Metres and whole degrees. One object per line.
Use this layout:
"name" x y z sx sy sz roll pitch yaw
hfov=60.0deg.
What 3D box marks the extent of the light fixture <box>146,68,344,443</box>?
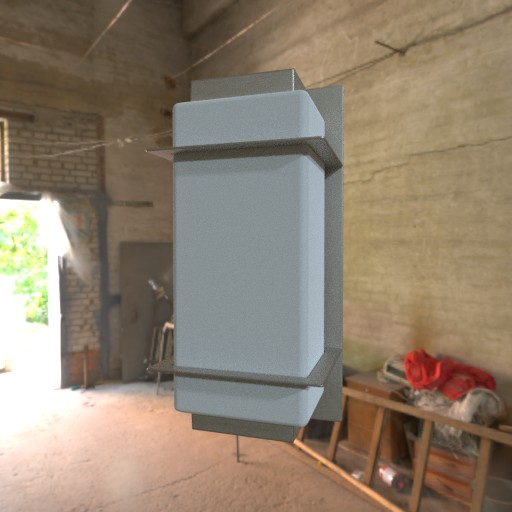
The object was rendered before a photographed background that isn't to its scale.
"light fixture" 0.000 0.000 0.469 0.168 0.380 0.160 0 1 18
